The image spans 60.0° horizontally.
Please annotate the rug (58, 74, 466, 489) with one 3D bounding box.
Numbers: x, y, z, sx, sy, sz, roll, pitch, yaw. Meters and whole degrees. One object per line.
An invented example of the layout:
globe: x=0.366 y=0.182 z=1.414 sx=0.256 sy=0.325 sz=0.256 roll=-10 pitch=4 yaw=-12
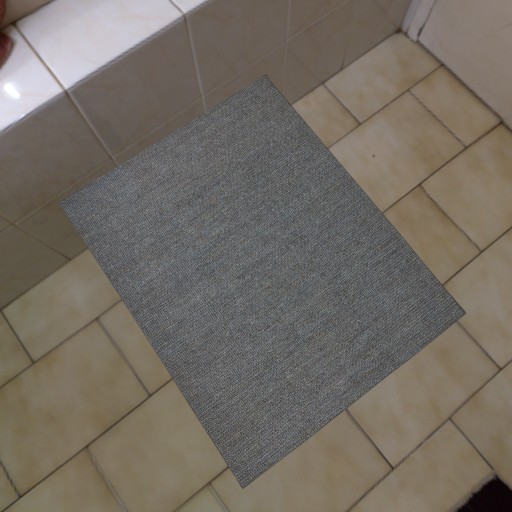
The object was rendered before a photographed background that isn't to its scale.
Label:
rug: x=0.000 y=0.000 z=4.092 sx=2.456 sy=0.021 sz=3.068 roll=-35 pitch=78 yaw=-9
